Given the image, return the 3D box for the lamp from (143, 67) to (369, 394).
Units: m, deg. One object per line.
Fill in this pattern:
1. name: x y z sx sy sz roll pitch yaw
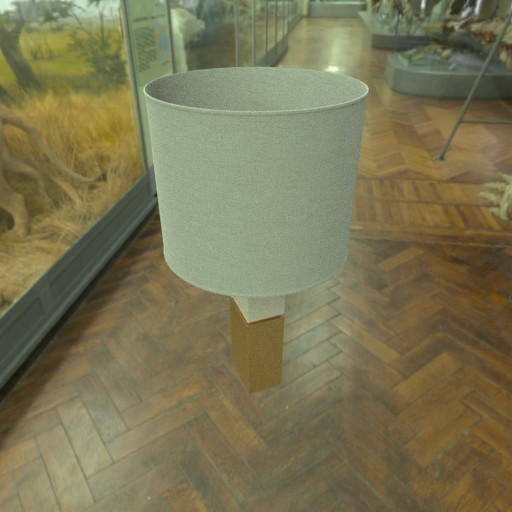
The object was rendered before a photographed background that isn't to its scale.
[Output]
1. lamp: 0.000 0.000 0.568 0.229 0.417 0.229 -12 33 -18
